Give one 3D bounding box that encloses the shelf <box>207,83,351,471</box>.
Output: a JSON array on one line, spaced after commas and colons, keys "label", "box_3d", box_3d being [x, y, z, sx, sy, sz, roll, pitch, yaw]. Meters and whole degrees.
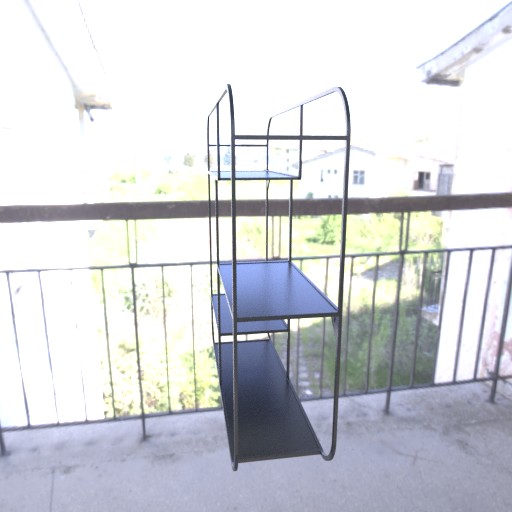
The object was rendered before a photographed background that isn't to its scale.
[{"label": "shelf", "box_3d": [0.000, 0.000, 0.918, 0.160, 0.600, 0.600, -2, 13, -9]}]
